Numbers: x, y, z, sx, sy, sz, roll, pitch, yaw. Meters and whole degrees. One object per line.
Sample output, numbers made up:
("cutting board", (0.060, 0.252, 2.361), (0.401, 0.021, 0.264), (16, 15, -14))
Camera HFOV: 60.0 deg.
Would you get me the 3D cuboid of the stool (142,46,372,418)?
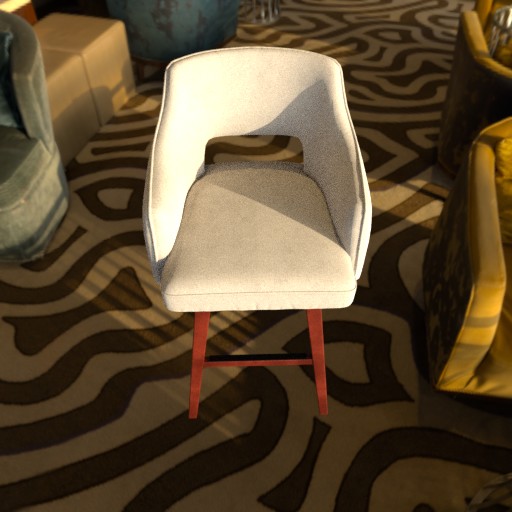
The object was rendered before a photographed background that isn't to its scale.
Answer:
("stool", (0.000, 0.000, 1.325), (0.548, 1.012, 0.558), (-1, 47, -1))
